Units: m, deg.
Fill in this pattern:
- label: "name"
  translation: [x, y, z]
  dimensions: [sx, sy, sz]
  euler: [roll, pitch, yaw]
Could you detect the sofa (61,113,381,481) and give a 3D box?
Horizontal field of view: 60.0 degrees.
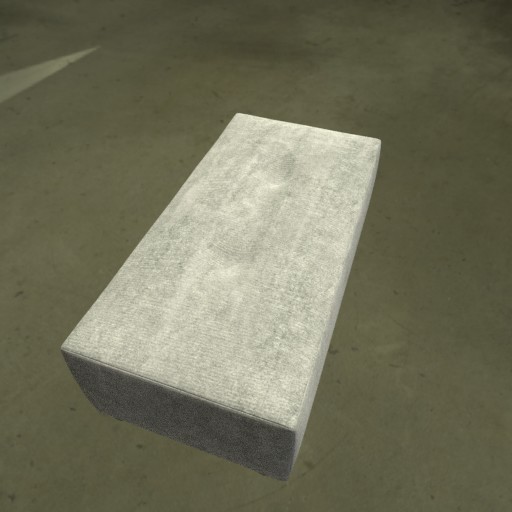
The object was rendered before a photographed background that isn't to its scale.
- label: "sofa"
  translation: [0.000, 0.000, 1.154]
  dimensions: [0.480, 0.330, 0.930]
  euler: [15, 49, 13]
